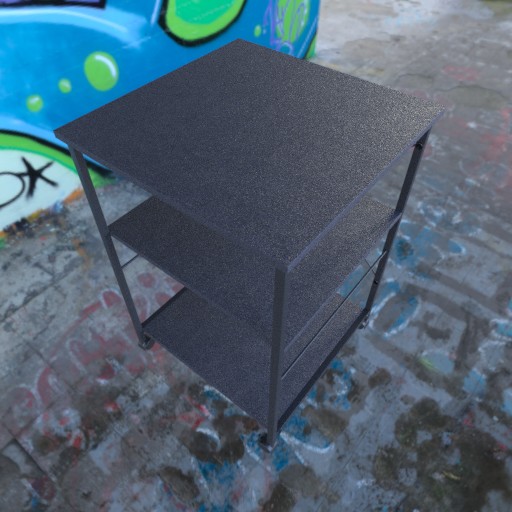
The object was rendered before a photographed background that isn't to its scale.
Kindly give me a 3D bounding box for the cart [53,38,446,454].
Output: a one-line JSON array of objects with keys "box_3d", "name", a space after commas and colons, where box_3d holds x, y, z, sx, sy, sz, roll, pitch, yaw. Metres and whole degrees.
[{"box_3d": [0.000, 0.000, 1.106, 0.521, 0.762, 0.520, 31, 55, 25], "name": "cart"}]
